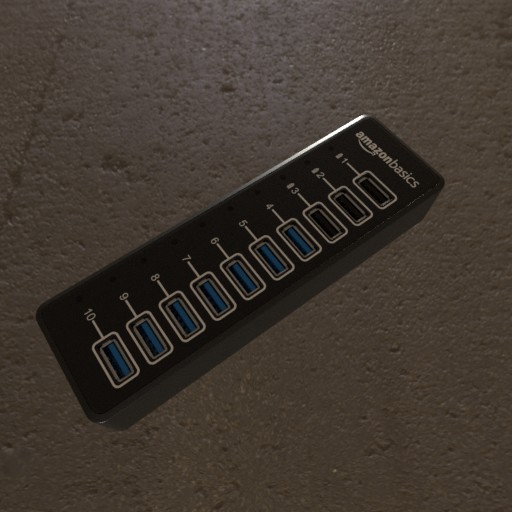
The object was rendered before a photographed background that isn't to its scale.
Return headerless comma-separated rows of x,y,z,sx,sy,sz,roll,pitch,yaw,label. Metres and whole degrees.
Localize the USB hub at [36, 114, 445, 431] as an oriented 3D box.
0.000,0.000,0.161,0.145,0.023,0.044,-33,68,-15,USB hub
